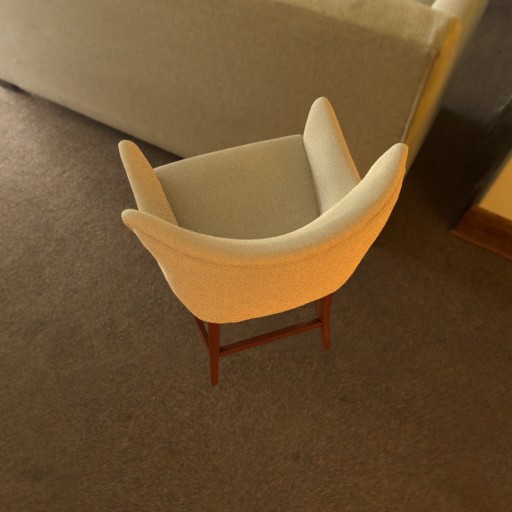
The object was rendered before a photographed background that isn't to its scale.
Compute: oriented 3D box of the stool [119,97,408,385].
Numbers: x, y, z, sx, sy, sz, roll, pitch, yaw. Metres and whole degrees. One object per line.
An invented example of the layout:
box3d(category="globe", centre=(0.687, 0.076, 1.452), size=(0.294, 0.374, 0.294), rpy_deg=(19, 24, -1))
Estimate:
box3d(category="stool", centre=(0.000, 0.000, 1.330), size=(0.601, 0.951, 0.570), rpy_deg=(-15, 60, -9))
